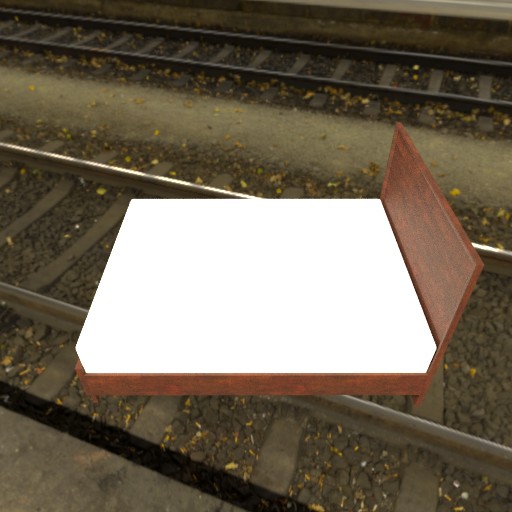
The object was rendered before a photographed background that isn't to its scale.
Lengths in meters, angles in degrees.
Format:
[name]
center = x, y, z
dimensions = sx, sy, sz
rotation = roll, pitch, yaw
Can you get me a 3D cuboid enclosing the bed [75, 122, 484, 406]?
[bed]
center = 0.000, 0.000, 3.141
dimensions = 2.184, 1.270, 1.600
rotation = 0, 41, 0
